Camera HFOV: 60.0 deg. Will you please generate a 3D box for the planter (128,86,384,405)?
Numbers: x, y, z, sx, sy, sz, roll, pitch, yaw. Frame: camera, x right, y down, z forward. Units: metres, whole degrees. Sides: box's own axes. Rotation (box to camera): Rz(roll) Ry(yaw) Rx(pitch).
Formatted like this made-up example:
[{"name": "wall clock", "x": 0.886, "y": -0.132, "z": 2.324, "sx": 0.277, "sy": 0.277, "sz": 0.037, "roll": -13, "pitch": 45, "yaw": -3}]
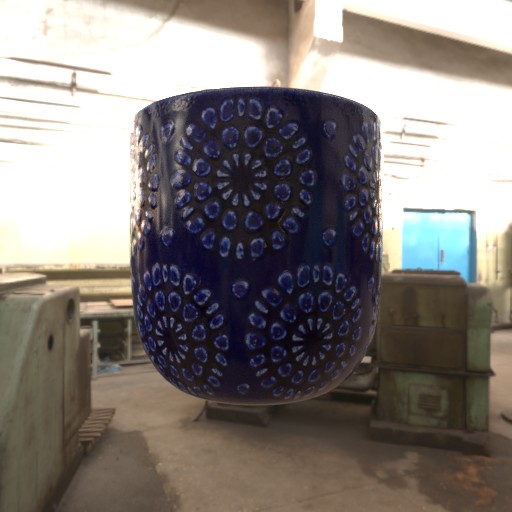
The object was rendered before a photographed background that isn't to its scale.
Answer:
[{"name": "planter", "x": 0.000, "y": 0.000, "z": 0.197, "sx": 0.109, "sy": 0.112, "sz": 0.109, "roll": 0, "pitch": 0, "yaw": 0}]
